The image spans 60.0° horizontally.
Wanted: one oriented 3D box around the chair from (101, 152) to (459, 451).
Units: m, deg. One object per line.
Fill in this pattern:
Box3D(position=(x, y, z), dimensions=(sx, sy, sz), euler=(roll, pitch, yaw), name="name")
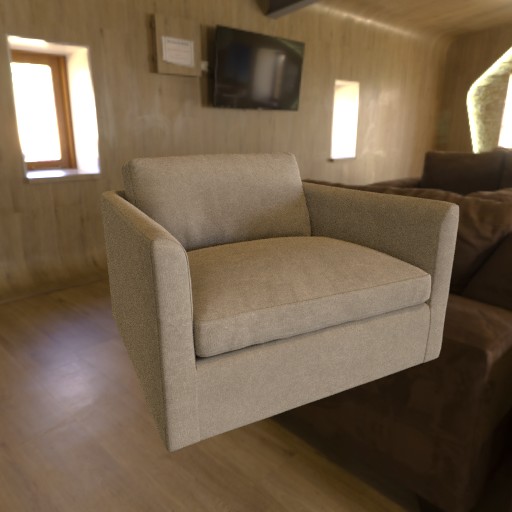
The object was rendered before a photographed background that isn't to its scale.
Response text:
Box3D(position=(0.000, 0.000, 1.890), dimensions=(1.190, 0.845, 1.091), euler=(-9, 18, -28), name="chair")
